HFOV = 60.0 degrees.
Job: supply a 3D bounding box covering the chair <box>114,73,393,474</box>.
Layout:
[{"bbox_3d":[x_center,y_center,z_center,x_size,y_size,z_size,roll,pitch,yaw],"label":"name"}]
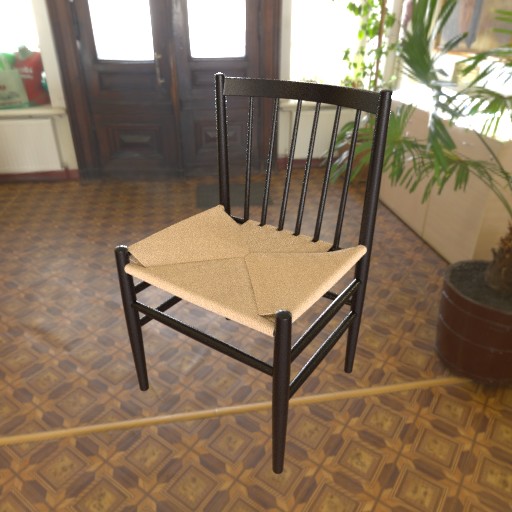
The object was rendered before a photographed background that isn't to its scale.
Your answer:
[{"bbox_3d":[0.000,0.000,1.151,0.495,0.818,0.516,19,34,30],"label":"chair"}]
